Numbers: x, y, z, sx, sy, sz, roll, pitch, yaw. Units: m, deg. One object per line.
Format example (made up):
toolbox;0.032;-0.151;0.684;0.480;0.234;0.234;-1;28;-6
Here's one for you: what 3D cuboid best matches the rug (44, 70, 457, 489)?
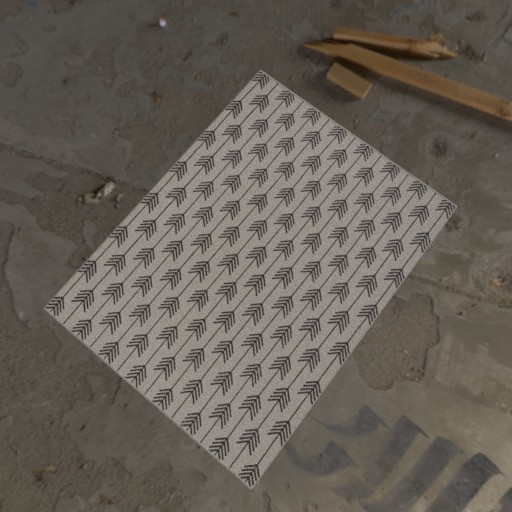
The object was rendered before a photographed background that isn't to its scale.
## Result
rug;0.000;0.000;3.986;2.330;0.010;3.061;38;79;9
